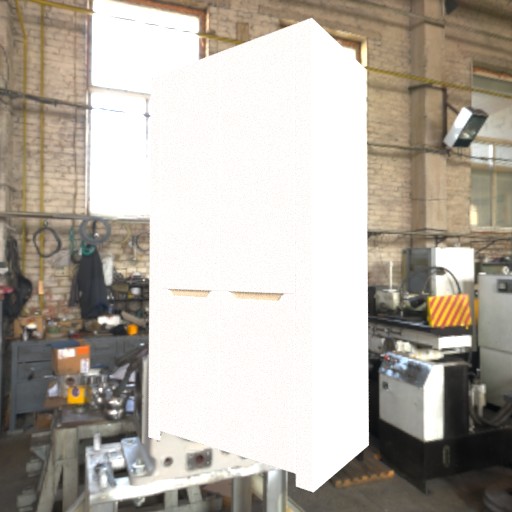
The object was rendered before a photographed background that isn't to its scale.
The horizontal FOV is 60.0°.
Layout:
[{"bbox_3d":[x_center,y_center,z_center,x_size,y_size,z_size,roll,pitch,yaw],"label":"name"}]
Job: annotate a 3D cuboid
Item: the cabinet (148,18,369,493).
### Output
[{"bbox_3d":[0.000,0.000,2.307,0.980,1.920,0.580,-1,-2,36],"label":"cabinet"}]
